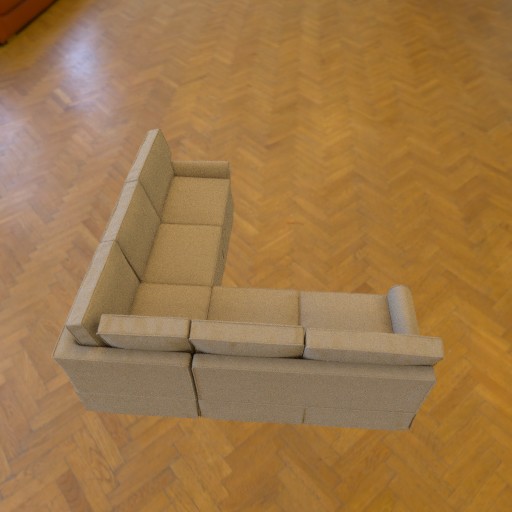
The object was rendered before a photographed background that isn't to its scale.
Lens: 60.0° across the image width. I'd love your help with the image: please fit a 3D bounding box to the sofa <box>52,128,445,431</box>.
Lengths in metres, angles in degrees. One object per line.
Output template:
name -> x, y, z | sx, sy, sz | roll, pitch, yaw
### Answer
sofa -> 0.000, 0.000, 4.191 | 2.730, 1.124, 2.733 | 3, 47, 2
